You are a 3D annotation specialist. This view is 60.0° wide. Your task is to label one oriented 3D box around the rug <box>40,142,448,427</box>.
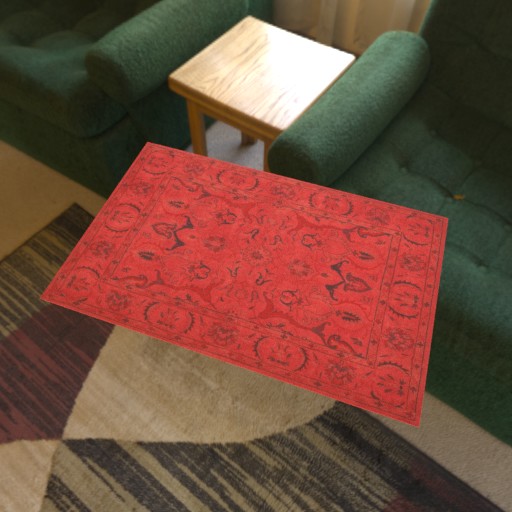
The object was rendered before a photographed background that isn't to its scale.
[{"bbox_3d":[0.000,0.000,3.039,2.423,0.010,1.534,16,58,10],"label":"rug"}]
